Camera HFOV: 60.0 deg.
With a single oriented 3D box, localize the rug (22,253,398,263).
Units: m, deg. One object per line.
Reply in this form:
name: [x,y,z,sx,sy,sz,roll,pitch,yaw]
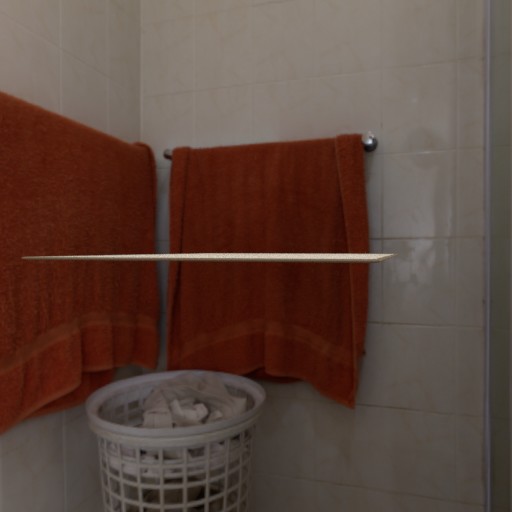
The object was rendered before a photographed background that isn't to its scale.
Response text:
rug: [0.000,0.000,4.088,2.413,0.020,3.041,0,1,19]
